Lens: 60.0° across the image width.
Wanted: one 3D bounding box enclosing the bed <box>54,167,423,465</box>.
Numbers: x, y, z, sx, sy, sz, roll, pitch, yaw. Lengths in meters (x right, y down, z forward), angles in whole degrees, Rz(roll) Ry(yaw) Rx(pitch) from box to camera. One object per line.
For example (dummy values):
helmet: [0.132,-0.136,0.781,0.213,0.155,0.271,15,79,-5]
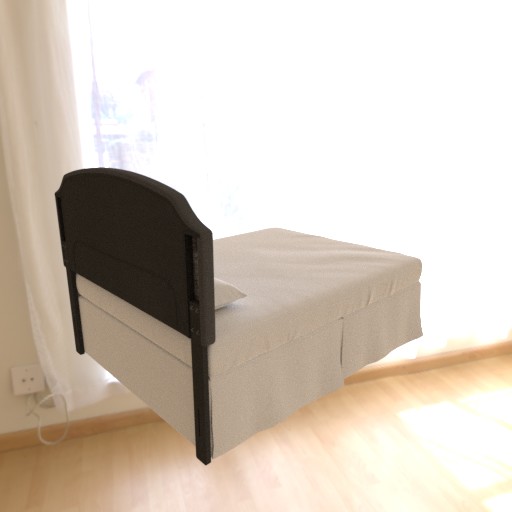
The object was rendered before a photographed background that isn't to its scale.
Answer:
bed: [0.000,0.000,2.980,1.999,1.270,1.558,-14,21,-41]
